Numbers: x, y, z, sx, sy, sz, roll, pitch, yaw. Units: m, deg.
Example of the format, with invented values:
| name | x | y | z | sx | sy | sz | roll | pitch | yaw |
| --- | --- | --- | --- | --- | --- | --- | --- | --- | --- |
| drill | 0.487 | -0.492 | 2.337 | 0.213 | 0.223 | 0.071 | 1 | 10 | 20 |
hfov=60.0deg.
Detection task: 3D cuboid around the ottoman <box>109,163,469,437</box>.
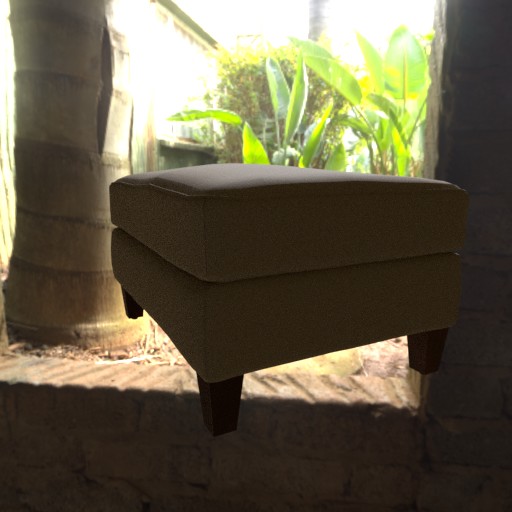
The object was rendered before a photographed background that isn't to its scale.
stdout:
| name | x | y | z | sx | sy | sz | roll | pitch | yaw |
| --- | --- | --- | --- | --- | --- | --- | --- | --- | --- |
| ottoman | 0.000 | 0.000 | 1.179 | 0.634 | 0.485 | 0.818 | -6 | 13 | -27 |
